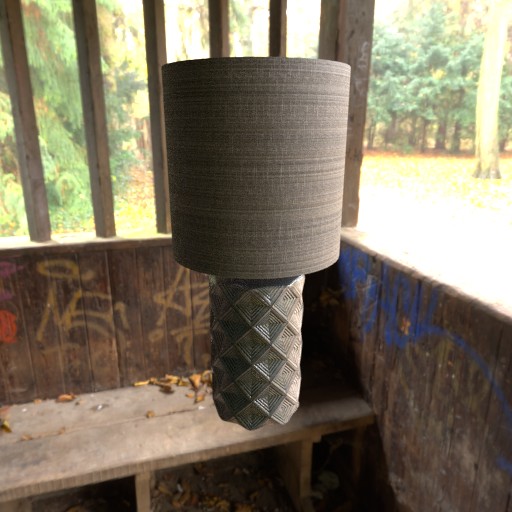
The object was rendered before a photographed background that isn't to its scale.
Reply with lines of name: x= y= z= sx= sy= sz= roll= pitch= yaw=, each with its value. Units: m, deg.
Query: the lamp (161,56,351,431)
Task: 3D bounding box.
lamp: x=0.000 y=0.000 z=0.725 sx=0.268 sy=0.566 sz=0.269 roll=16 pitch=23 yaw=42
